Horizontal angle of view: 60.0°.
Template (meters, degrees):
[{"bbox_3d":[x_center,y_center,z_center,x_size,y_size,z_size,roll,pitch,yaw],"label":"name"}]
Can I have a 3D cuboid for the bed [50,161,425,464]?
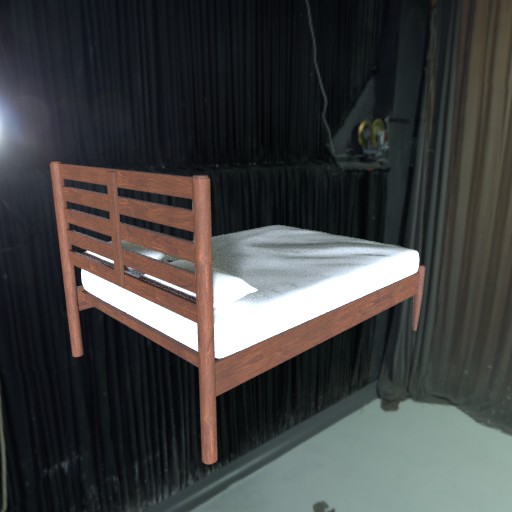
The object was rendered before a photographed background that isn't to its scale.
[{"bbox_3d":[0.000,0.000,3.075,2.093,1.304,1.509,-14,21,-43],"label":"bed"}]
